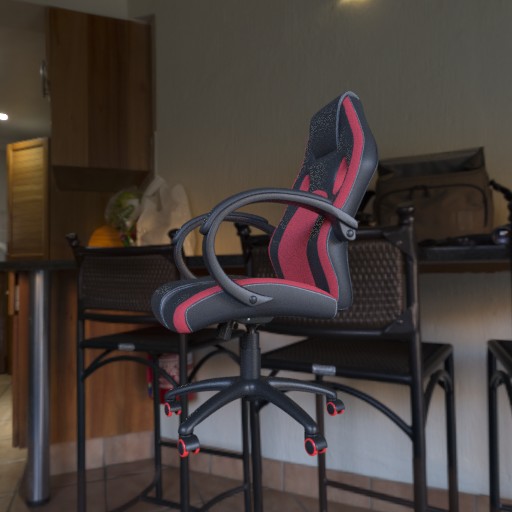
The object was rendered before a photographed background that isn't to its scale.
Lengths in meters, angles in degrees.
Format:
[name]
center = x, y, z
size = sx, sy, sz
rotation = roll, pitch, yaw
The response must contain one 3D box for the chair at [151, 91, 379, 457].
[chair]
center = 0.000, 0.000, 1.589
size = 0.724, 1.187, 0.673
rotation = 0, -1, -18
